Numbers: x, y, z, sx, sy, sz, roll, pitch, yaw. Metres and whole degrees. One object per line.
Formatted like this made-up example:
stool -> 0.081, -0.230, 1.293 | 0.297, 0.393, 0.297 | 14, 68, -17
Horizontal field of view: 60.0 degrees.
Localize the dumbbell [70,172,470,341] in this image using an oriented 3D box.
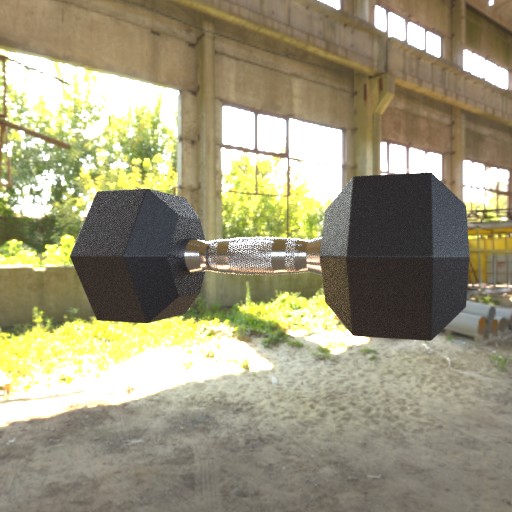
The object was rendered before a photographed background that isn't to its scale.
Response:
dumbbell -> 0.000, 0.000, 0.370 | 0.315, 0.113, 0.129 | 0, 0, 20
